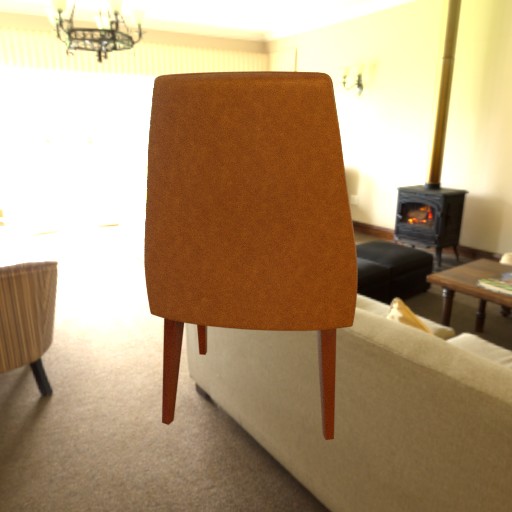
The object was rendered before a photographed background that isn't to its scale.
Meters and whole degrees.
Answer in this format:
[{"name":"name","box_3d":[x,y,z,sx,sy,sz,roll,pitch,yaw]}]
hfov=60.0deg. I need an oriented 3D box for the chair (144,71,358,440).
[{"name":"chair","box_3d":[0.000,0.000,1.187,0.529,0.861,0.544,2,16,8]}]
